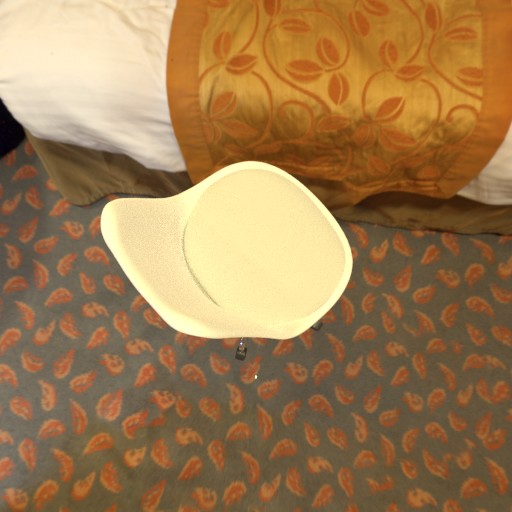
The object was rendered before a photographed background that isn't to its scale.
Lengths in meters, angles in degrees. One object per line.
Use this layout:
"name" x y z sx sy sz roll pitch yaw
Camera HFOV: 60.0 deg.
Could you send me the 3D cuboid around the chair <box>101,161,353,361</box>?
"chair" 0.000 0.000 1.248 0.550 0.930 0.550 -38 78 -10
